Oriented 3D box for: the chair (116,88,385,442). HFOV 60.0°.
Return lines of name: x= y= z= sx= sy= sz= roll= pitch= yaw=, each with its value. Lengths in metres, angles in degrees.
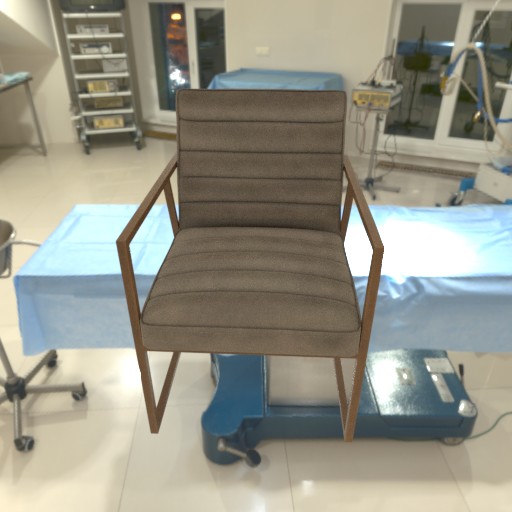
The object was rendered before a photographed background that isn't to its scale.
chair: x=0.000 y=0.000 z=1.313 sx=0.578 sy=0.843 sz=0.682 roll=2 pitch=31 yaw=3
